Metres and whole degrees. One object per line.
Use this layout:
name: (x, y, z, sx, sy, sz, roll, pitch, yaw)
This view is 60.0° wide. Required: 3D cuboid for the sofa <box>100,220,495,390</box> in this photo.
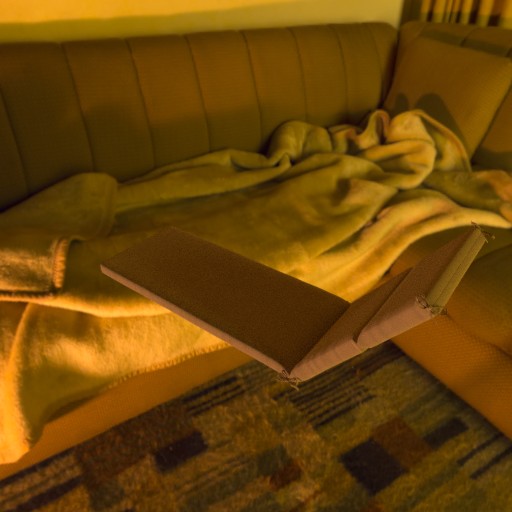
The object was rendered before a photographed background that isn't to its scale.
sofa: (0.000, 0.000, 1.914, 1.663, 0.622, 0.582, 23, 39, 30)
